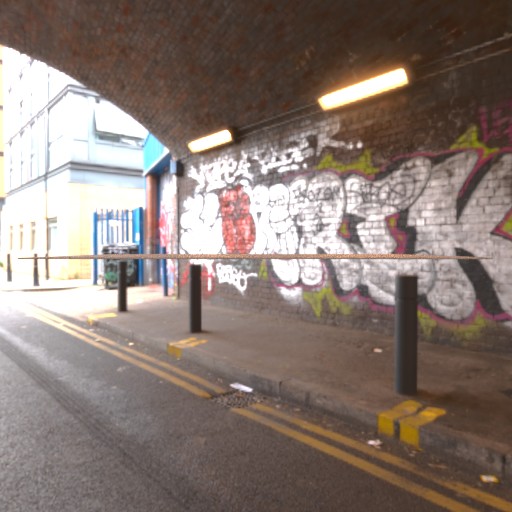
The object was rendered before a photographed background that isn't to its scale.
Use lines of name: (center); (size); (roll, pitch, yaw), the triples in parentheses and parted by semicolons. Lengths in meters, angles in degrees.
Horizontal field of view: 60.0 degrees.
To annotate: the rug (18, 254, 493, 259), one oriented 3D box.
rug: (0.000, 0.000, 3.030); (2.457, 0.009, 1.512); (0, 1, 0)
